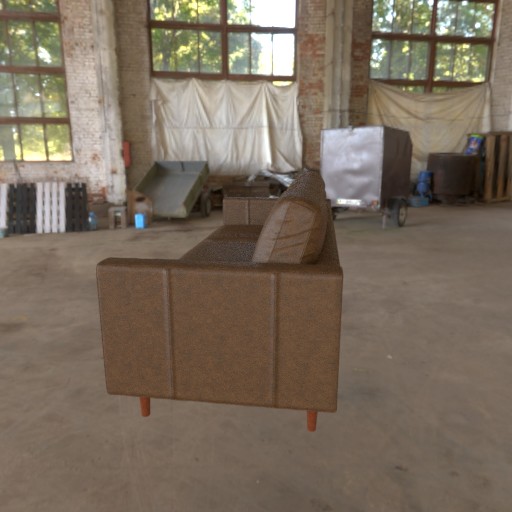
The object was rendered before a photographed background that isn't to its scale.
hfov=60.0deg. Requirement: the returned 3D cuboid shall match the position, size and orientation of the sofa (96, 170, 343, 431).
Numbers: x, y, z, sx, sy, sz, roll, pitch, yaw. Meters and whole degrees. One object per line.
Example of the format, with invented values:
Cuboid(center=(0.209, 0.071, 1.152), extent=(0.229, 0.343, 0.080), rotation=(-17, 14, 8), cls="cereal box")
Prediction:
Cuboid(center=(0.000, 0.000, 2.638), extent=(0.903, 0.930, 2.231), rotation=(2, 14, 8), cls="sofa")
